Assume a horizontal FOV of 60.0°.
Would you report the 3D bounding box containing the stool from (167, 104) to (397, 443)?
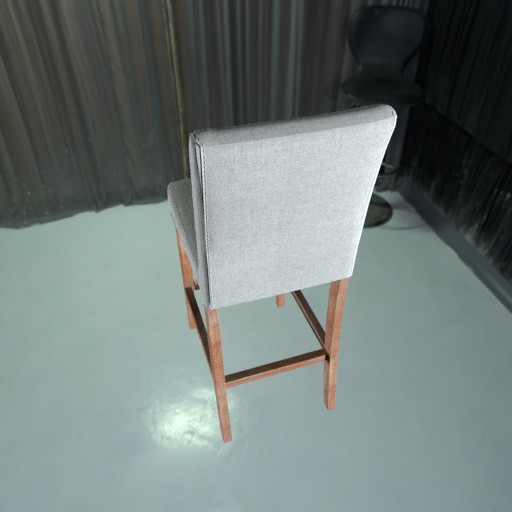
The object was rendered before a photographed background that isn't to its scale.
[{"bbox_3d":[0.000,0.000,1.378,0.439,1.088,0.570,-12,42,-14],"label":"stool"}]
